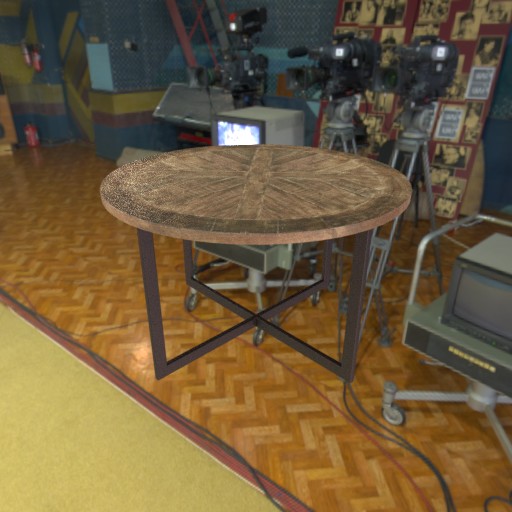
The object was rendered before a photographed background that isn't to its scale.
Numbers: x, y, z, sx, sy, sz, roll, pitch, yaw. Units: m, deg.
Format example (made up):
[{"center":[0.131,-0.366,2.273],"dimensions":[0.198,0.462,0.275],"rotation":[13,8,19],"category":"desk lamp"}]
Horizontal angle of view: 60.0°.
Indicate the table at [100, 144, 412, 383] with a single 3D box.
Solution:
[{"center":[0.000,0.000,2.048],"dimensions":[1.264,0.762,1.264],"rotation":[0,26,0],"category":"table"}]
